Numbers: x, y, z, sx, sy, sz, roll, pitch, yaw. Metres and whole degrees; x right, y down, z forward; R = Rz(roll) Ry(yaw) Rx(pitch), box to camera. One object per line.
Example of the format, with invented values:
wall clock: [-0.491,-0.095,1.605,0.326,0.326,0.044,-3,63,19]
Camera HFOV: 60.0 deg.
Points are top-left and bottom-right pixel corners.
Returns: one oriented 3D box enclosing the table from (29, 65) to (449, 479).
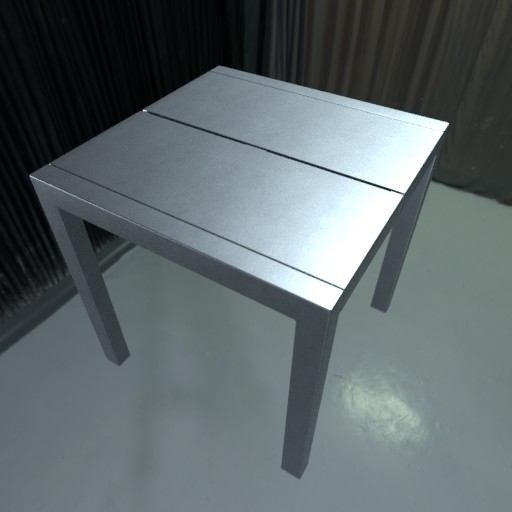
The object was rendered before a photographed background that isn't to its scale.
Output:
table: [0.000,0.000,0.914,0.508,0.508,0.508,23,49,22]
